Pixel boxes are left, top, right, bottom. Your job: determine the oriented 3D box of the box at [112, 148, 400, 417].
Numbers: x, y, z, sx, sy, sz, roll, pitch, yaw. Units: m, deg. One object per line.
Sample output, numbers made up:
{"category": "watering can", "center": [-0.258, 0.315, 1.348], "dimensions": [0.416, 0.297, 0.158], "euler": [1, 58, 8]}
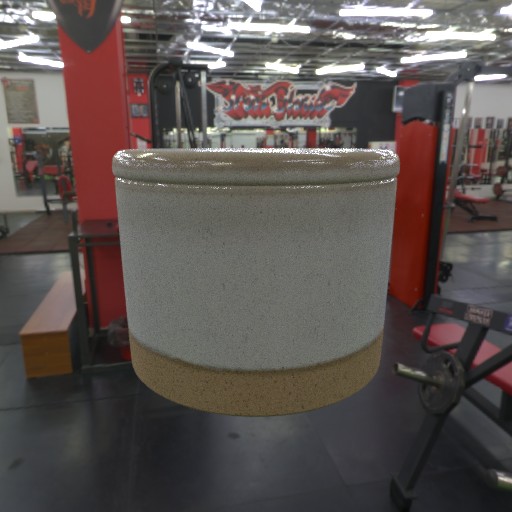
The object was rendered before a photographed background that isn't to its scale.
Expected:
{"category": "box", "center": [0.000, 0.000, 0.262], "dimensions": [0.154, 0.123, 0.154], "euler": [0, 14, 0]}
